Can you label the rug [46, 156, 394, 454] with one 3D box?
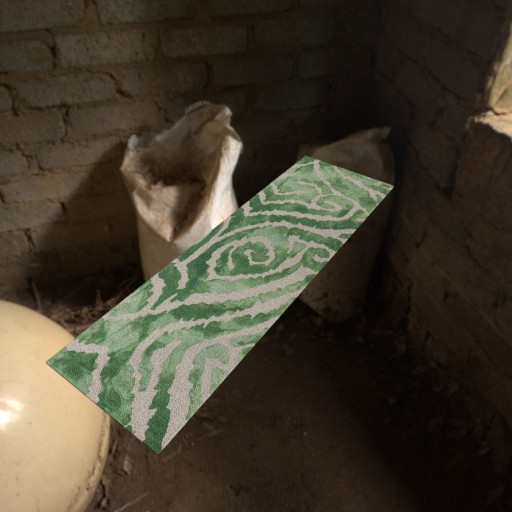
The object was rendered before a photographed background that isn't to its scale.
[{"bbox_3d":[0.000,0.000,2.714,0.761,0.006,2.438,26,48,26],"label":"rug"}]
